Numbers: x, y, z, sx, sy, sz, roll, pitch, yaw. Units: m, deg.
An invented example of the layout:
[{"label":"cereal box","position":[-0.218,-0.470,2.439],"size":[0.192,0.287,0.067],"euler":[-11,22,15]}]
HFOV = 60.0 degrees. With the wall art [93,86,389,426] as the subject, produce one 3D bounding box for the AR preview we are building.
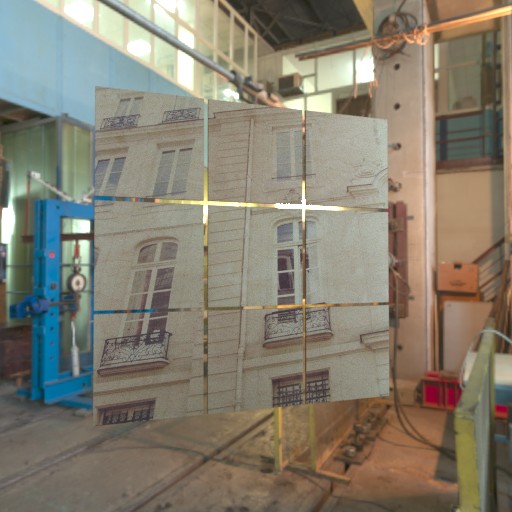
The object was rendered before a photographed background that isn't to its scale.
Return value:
[{"label":"wall art","position":[0.000,0.000,2.224],"size":[1.526,1.522,0.023],"euler":[0,-1,-18]}]
